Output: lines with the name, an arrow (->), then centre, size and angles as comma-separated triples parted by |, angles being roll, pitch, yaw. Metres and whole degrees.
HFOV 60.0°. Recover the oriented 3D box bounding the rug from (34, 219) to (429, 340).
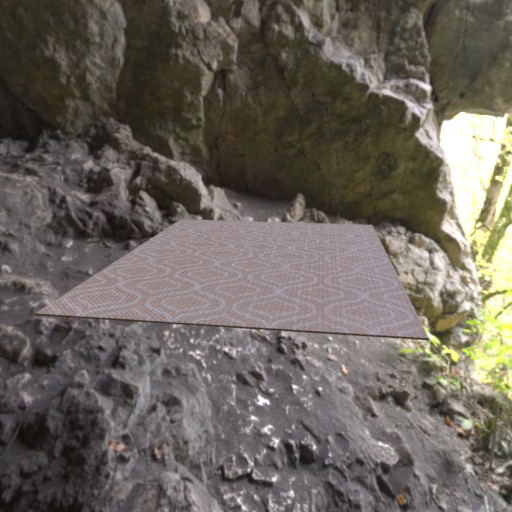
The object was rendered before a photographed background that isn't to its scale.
rug -> 0.000, 0.000, 3.889 | 2.286, 0.013, 2.894 | 2, 16, 8
